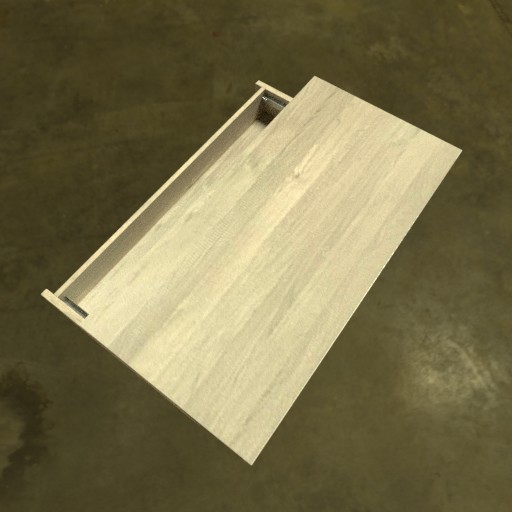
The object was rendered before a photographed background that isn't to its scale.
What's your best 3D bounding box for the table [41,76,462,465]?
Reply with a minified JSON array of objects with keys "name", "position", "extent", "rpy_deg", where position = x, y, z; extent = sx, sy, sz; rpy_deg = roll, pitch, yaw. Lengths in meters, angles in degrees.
[{"name":"table","position":[0.000,0.000,1.421],"extent":[0.712,0.570,1.000],"rpy_deg":[33,68,15]}]
